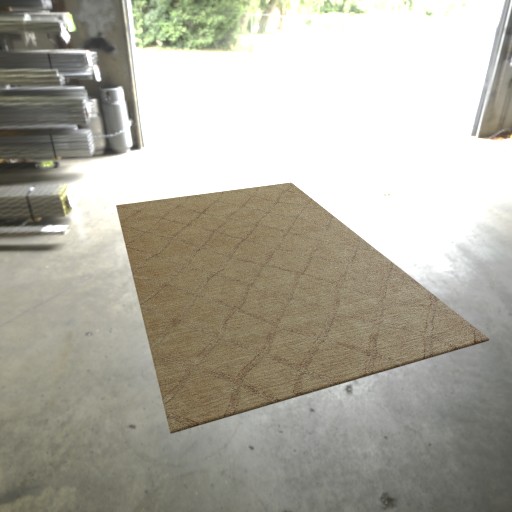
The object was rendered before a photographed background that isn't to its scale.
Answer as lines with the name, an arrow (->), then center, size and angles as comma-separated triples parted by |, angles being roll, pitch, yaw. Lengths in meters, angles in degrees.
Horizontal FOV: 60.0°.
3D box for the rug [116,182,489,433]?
rug -> 0.000, 0.000, 2.819 | 1.528, 0.014, 2.292 | -10, 31, -18
